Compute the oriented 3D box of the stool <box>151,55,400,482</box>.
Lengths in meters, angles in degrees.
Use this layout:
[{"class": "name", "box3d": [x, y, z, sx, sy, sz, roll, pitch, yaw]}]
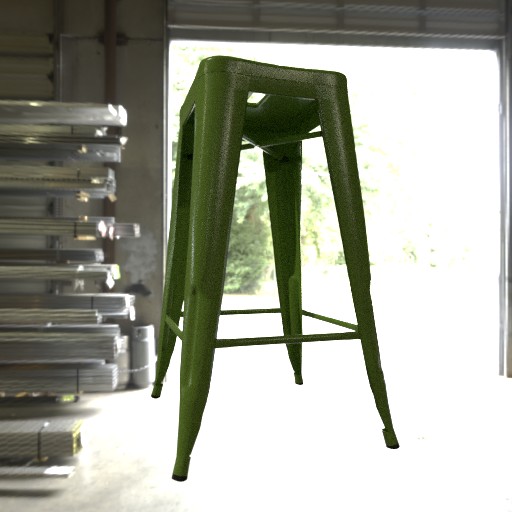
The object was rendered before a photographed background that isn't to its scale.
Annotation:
[{"class": "stool", "box3d": [0.000, 0.000, 0.831, 0.358, 0.609, 0.398, 0, 0, -17]}]
